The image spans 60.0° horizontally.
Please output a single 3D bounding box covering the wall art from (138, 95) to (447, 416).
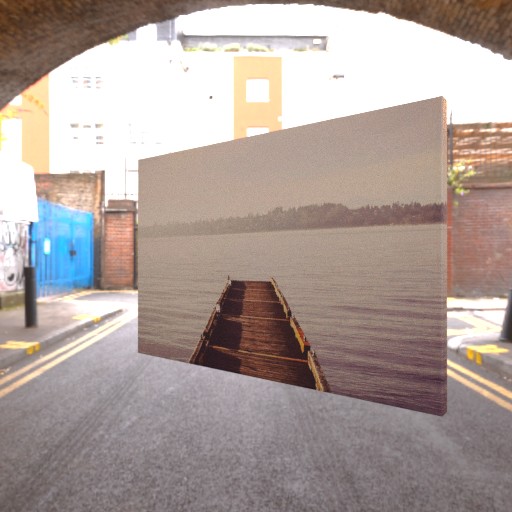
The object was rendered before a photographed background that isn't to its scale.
[{"bbox_3d":[0.000,0.000,0.760,0.615,0.410,0.021,0,0,37],"label":"wall art"}]
